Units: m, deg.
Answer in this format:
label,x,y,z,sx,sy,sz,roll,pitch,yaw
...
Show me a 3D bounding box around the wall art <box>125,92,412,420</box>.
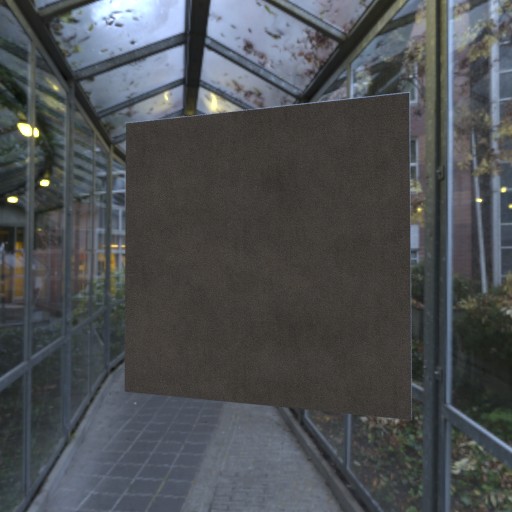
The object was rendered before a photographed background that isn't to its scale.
label,x,y,z,sx,sy,sz,roll,pitch,yaw
wall art,0.000,0.000,0.691,0.455,0.453,0.023,0,-1,17
